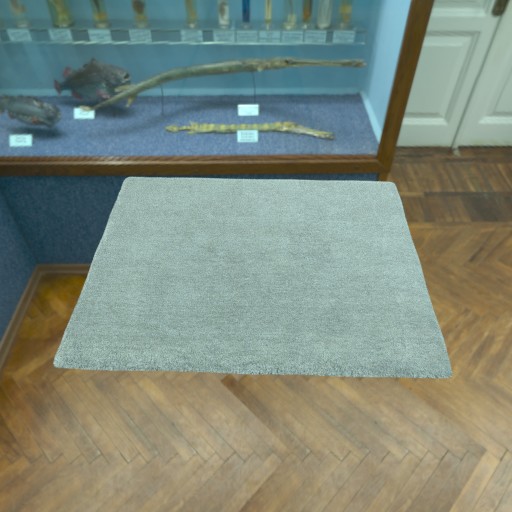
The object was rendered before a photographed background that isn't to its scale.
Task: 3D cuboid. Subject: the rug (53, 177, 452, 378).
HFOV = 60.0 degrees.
[{"bbox_3d":[0.000,0.000,3.991,2.933,0.027,2.332,1,46,1],"label":"rug"}]
